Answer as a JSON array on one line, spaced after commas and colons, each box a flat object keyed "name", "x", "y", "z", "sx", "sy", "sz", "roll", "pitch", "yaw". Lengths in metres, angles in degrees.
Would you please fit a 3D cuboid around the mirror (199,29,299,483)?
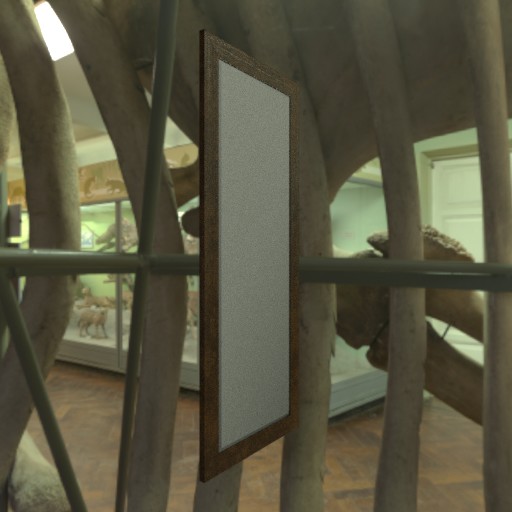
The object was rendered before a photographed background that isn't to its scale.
[{"name": "mirror", "x": 0.000, "y": 0.000, "z": 2.316, "sx": 0.032, "sy": 2.031, "sz": 0.812, "roll": 0, "pitch": 0, "yaw": 37}]
